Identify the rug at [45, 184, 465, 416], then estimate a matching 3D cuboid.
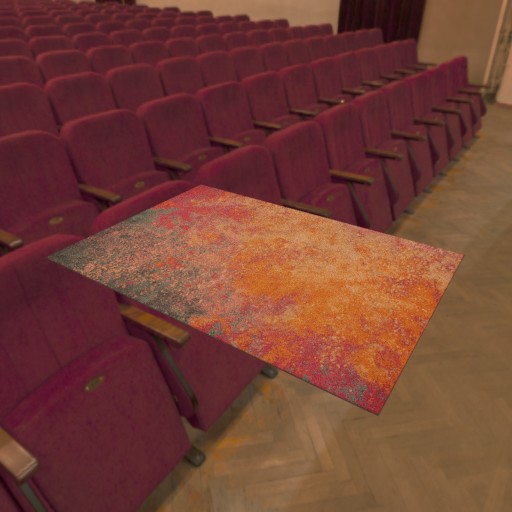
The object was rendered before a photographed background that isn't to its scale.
[{"bbox_3d":[0.000,0.000,3.713,2.896,0.013,2.007,19,35,29],"label":"rug"}]
